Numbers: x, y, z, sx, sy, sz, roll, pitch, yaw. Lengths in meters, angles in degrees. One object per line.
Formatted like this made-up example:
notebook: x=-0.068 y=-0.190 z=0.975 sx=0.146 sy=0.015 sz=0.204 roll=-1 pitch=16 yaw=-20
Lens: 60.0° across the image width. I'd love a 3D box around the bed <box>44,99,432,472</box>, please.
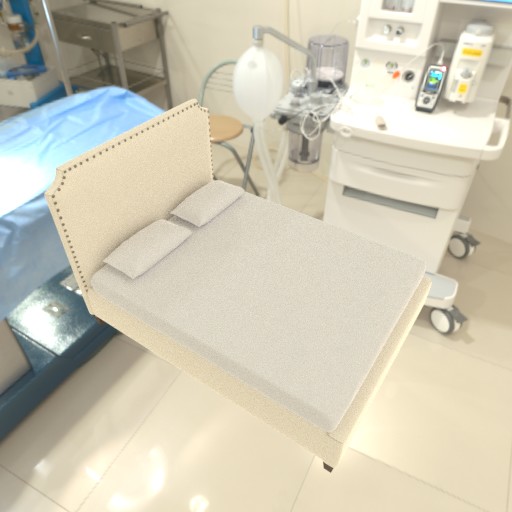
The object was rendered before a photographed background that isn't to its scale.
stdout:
bed: x=0.000 y=0.000 z=3.421 sx=2.372 sy=1.497 sz=1.712 roll=24 pitch=47 yaw=25
